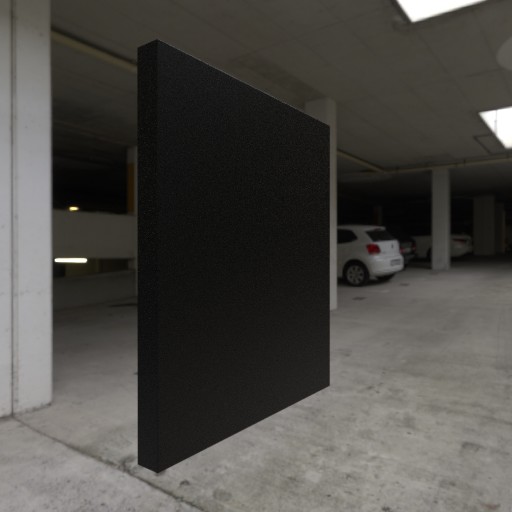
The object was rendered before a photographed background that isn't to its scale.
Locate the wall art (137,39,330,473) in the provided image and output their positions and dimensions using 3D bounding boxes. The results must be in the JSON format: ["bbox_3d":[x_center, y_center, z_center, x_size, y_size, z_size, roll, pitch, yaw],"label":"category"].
[{"bbox_3d":[0.000,0.000,0.526,0.028,0.380,0.325,0,0,37],"label":"wall art"}]
